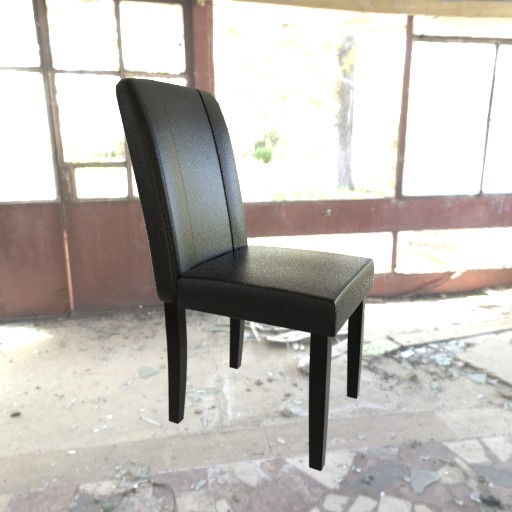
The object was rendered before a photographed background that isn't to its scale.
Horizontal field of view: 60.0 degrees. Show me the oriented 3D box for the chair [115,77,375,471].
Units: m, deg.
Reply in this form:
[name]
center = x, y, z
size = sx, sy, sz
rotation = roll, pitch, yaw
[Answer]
[chair]
center = 0.000, 0.000, 1.189
size = 0.556, 0.897, 0.399
rotation = 7, 16, 25
